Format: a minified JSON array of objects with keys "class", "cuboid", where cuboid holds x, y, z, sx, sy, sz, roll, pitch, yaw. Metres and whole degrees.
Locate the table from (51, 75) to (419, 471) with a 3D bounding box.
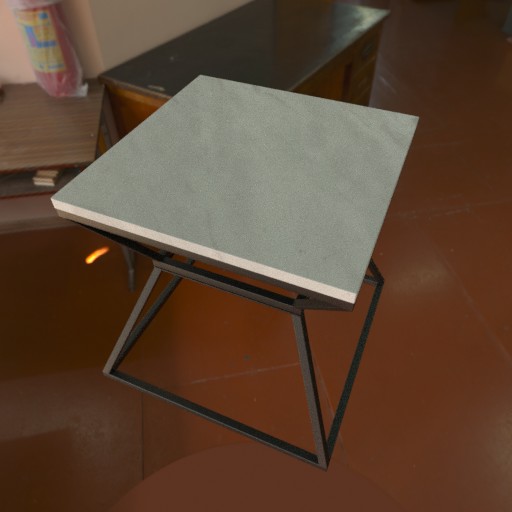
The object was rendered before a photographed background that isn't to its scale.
[{"class":"table","cuboid":[0.000,0.000,0.801,0.455,0.431,0.455,17,48,16]}]
